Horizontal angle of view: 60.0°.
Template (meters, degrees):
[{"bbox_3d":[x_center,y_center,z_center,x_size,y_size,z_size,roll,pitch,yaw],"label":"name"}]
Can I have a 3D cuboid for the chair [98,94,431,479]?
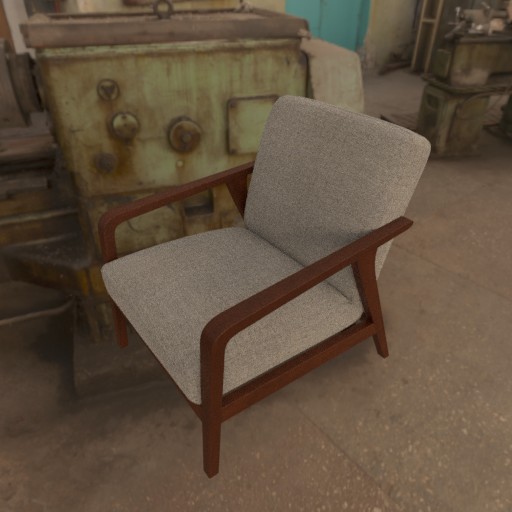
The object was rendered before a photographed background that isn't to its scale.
[{"bbox_3d":[0.000,0.000,1.458,0.858,0.847,0.704,-22,40,-30],"label":"chair"}]
